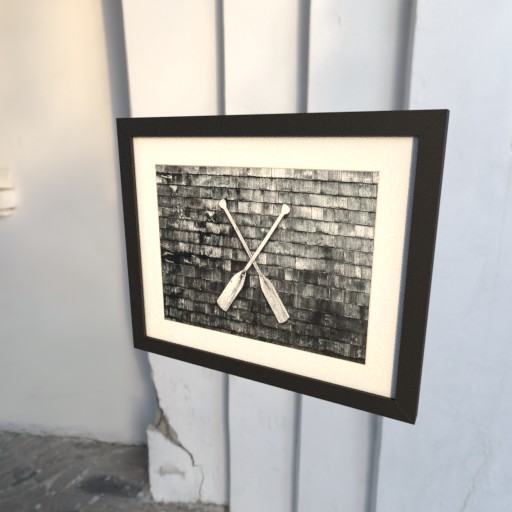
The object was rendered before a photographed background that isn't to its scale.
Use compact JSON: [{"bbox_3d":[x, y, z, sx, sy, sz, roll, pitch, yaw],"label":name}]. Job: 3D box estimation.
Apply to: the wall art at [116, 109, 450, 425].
[{"bbox_3d":[0.000,0.000,0.751,0.558,0.457,0.029,8,17,26],"label":"wall art"}]
